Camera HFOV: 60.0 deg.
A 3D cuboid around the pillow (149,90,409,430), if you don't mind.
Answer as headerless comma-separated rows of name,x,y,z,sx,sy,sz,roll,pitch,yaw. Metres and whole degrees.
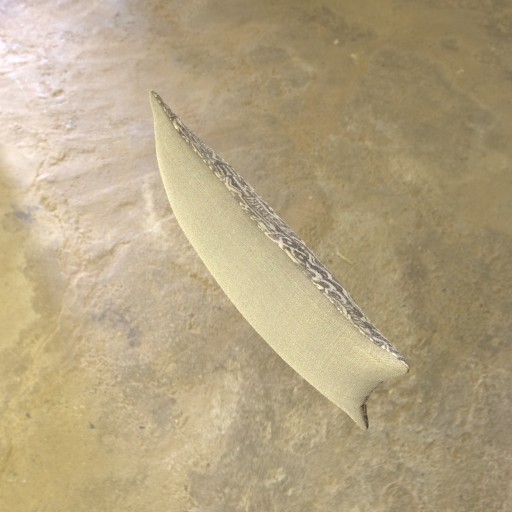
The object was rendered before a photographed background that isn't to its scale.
pillow,0.000,0.000,0.756,0.148,0.290,0.631,-32,63,-18
